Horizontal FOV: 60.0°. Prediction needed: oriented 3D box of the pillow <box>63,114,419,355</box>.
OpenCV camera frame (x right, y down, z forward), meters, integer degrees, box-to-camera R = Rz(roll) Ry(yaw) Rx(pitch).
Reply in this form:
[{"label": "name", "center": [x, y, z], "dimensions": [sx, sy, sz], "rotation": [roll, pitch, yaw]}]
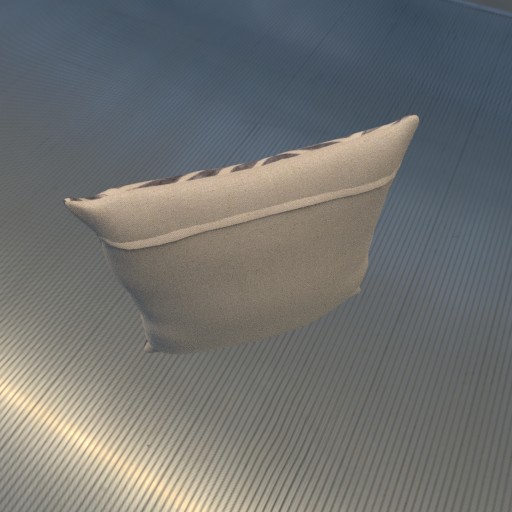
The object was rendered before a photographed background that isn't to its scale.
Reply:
[{"label": "pillow", "center": [0.000, 0.000, 0.691], "dimensions": [0.440, 0.441, 0.182], "rotation": [-15, 58, -10]}]
